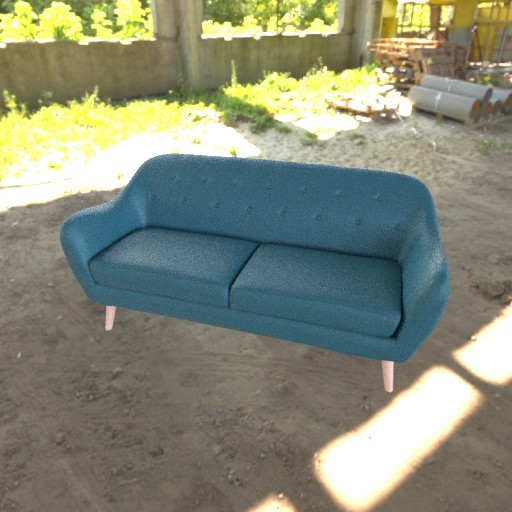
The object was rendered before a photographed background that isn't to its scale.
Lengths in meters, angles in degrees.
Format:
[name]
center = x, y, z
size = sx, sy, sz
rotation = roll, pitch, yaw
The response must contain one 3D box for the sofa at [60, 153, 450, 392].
[sofa]
center = 0.000, 0.000, 2.354
size = 1.840, 0.836, 0.820
rotation = 9, 29, 16
